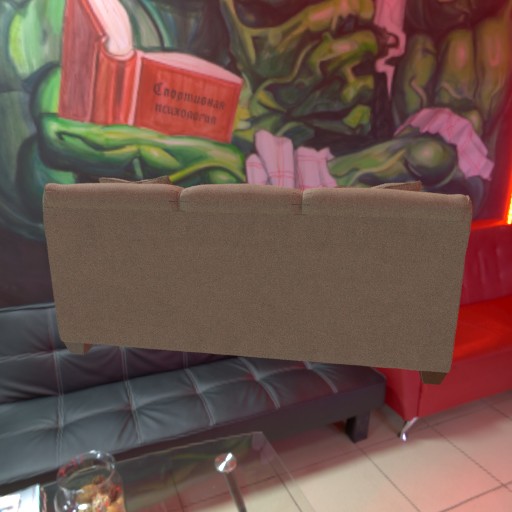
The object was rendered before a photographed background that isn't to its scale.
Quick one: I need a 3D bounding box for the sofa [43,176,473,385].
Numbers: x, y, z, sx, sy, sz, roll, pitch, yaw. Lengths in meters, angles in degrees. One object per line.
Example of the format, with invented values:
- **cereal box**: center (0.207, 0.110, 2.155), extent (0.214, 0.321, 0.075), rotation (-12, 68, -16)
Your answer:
- **sofa**: center (0.000, 0.000, 2.584), extent (2.024, 0.958, 0.997), rotation (3, 16, 9)
